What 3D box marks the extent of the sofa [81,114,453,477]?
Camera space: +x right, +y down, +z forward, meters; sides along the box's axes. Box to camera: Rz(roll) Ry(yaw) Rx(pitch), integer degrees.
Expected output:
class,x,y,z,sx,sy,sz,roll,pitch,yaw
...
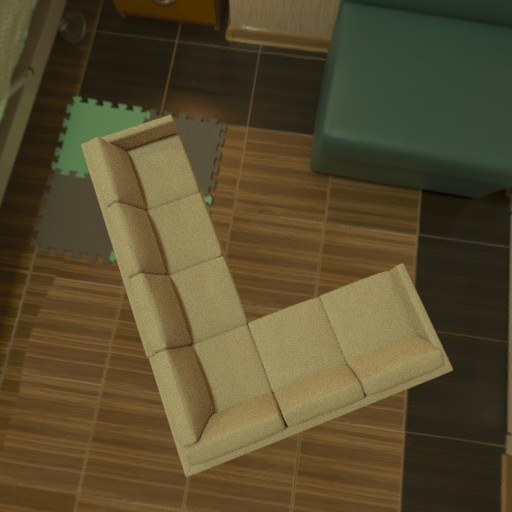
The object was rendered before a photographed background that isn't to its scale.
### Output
class,x,y,z,sx,sy,sz,roll,pitch,yaw
sofa,0.000,0.000,4.262,2.432,0.863,3.182,-20,77,-5
